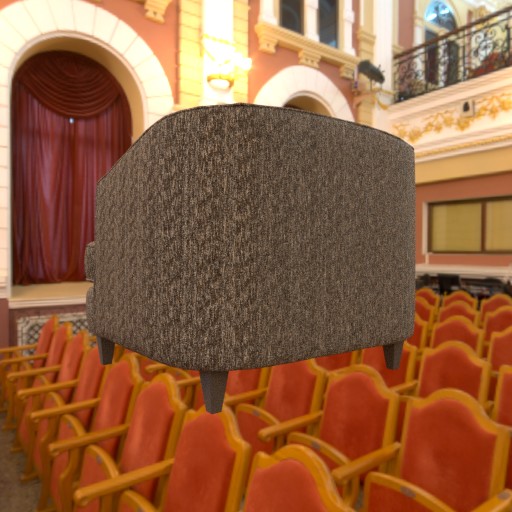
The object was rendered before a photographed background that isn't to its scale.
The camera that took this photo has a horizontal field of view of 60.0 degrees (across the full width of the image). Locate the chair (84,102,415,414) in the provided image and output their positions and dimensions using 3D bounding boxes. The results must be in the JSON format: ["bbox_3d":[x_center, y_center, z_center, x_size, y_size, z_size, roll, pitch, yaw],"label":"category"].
[{"bbox_3d":[0.000,0.000,1.739,1.104,0.852,0.941,0,1,-35],"label":"chair"}]
